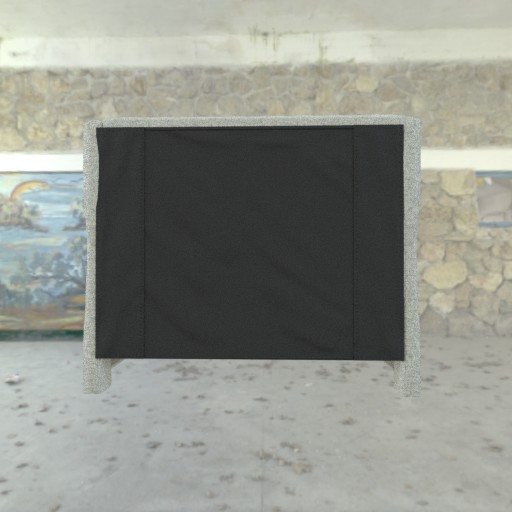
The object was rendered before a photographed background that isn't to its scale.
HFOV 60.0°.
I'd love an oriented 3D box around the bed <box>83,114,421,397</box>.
[{"bbox_3d":[0.000,0.000,3.954,2.219,1.771,2.347,0,0,2],"label":"bed"}]
